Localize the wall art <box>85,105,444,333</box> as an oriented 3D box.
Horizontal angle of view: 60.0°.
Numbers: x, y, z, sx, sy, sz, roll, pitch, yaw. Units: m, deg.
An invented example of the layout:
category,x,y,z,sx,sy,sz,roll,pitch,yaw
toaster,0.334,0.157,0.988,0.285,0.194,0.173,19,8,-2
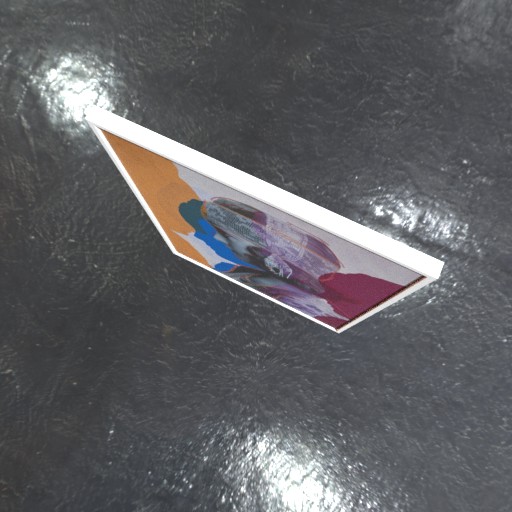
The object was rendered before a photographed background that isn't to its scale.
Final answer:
category,x,y,z,sx,sy,sz,roll,pitch,yaw
wall art,0.000,0.000,1.408,0.795,1.050,0.039,25,76,7
